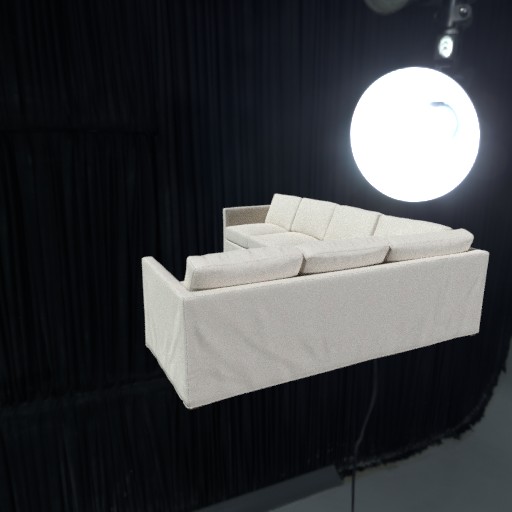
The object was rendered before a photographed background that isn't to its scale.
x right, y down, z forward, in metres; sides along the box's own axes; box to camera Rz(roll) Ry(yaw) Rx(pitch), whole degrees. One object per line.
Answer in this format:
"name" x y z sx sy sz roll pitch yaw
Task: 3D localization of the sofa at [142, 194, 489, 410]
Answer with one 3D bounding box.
"sofa" 0.000 0.000 4.284 2.432 0.871 3.182 -7 15 -25
